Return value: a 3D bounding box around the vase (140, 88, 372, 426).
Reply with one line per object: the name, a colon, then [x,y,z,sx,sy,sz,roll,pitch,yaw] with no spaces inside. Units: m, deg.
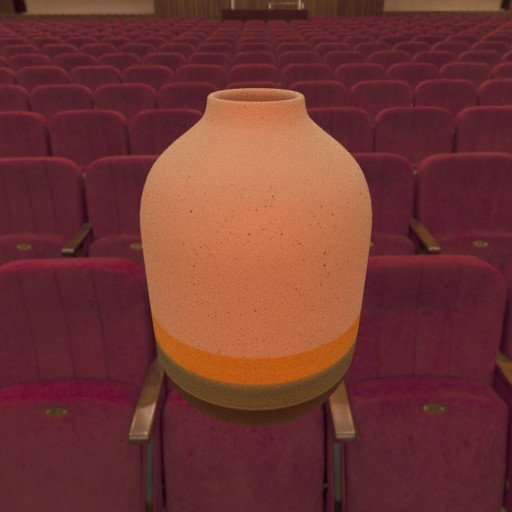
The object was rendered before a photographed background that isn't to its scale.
vase: [0.000,0.000,0.348,0.169,0.240,0.169,0,28,0]
